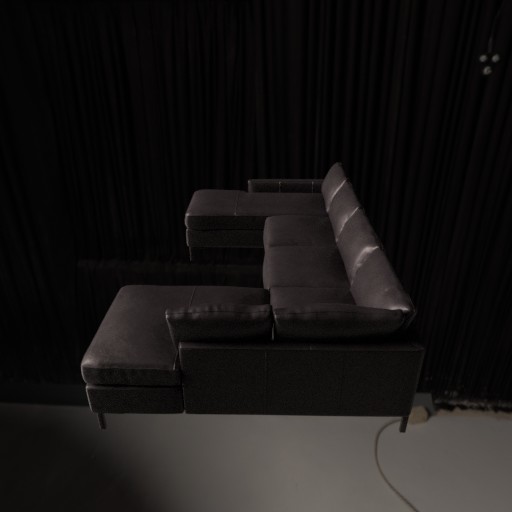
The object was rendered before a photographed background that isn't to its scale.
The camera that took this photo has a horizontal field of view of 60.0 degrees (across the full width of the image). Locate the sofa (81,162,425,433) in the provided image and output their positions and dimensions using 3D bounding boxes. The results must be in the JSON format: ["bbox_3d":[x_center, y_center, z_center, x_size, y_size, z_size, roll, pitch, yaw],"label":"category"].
[{"bbox_3d":[0.000,0.000,3.791,1.939,0.900,2.956,1,28,1],"label":"sofa"}]
